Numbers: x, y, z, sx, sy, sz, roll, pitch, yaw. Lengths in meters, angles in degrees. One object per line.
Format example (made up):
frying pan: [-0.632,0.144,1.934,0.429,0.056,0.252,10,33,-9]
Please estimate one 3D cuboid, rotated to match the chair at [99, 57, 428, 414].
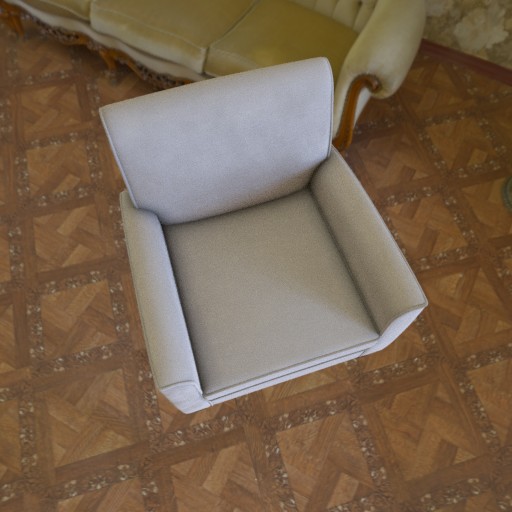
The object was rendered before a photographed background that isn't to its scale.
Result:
chair: [0.000,0.000,1.574,0.820,0.915,0.821,-16,64,-8]
